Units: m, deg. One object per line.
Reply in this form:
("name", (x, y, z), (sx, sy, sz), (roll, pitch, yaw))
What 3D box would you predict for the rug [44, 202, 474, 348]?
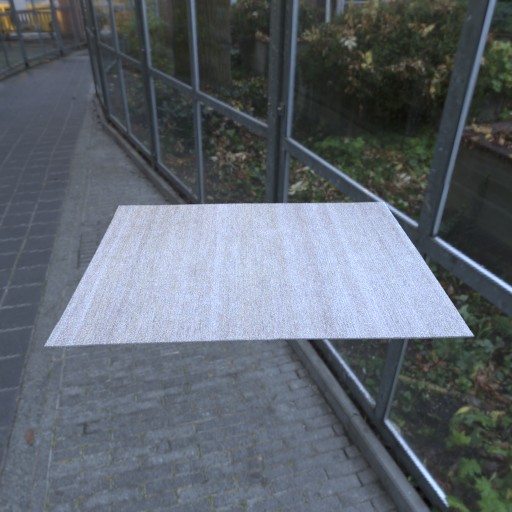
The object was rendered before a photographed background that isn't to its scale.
("rug", (0.000, 0.000, 4.355), (3.245, 0.046, 2.467), (-1, 31, -2))
